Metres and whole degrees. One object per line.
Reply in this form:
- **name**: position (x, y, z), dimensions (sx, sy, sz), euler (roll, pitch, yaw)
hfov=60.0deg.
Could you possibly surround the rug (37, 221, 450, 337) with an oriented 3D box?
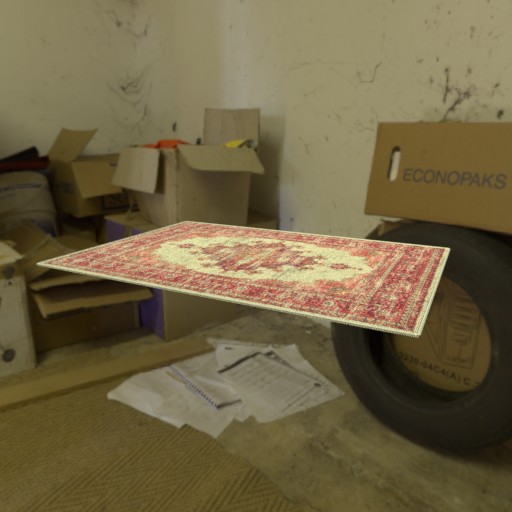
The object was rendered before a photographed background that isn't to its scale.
- **rug**: position (0.000, 0.000, 2.262), dimensions (1.747, 0.011, 1.217), euler (8, 17, 26)
